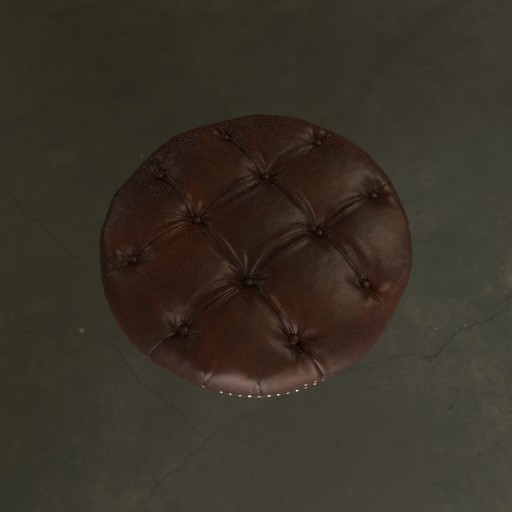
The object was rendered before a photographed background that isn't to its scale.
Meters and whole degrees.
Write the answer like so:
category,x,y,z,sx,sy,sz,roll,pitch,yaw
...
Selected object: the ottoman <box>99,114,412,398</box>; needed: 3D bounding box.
category,x,y,z,sx,sy,sz,roll,pitch,yaw
ottoman,0.000,0.000,1.400,0.901,0.455,0.901,0,64,0
